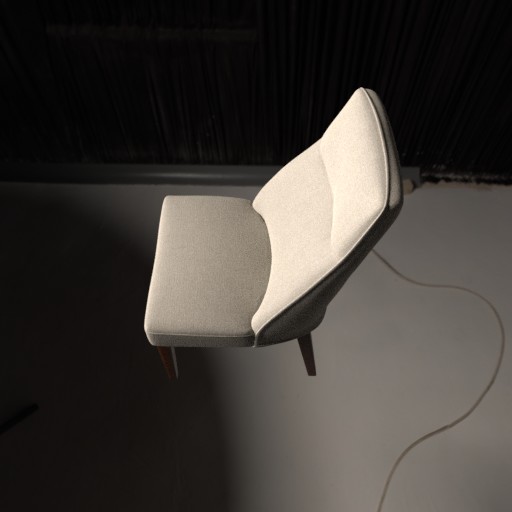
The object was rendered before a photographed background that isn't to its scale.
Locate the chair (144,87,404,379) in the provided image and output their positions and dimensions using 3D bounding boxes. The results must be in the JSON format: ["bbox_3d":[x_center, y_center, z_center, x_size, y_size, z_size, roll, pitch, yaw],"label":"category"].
[{"bbox_3d":[0.000,0.000,1.334,0.620,0.930,0.500,0,56,0],"label":"chair"}]
